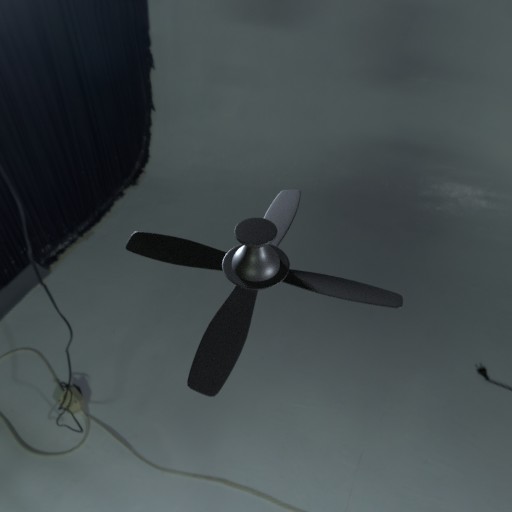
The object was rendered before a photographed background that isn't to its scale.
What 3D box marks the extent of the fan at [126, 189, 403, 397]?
[{"bbox_3d":[0.000,0.000,2.553,1.694,0.382,1.694,12,45,13],"label":"fan"}]
